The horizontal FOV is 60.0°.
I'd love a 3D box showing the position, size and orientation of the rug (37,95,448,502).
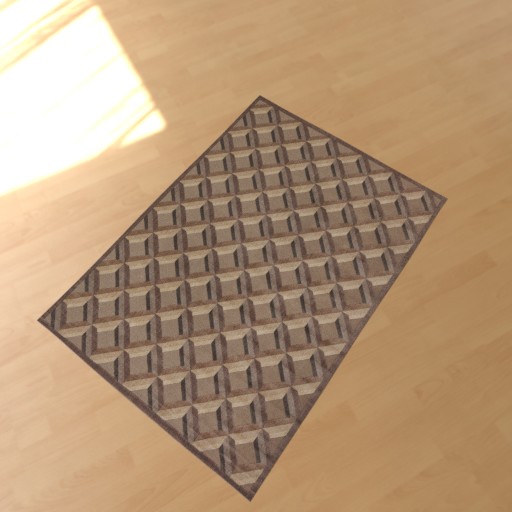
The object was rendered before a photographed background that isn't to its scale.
[{"bbox_3d":[0.000,0.000,2.834,1.600,0.013,2.260,34,69,15],"label":"rug"}]
